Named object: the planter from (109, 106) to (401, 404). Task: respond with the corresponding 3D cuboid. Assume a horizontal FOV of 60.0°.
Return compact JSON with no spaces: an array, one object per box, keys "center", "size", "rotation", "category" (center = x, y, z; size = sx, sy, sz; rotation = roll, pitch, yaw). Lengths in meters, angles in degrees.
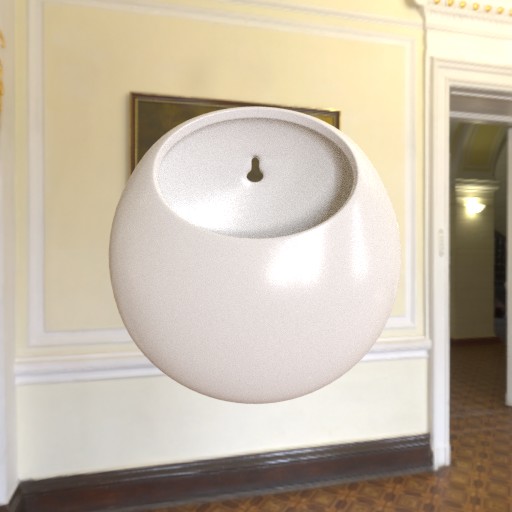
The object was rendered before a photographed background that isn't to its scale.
[{"center":[0.000,0.000,0.281],"size":[0.185,0.188,0.043],"rotation":[0,1,-1],"category":"planter"}]
